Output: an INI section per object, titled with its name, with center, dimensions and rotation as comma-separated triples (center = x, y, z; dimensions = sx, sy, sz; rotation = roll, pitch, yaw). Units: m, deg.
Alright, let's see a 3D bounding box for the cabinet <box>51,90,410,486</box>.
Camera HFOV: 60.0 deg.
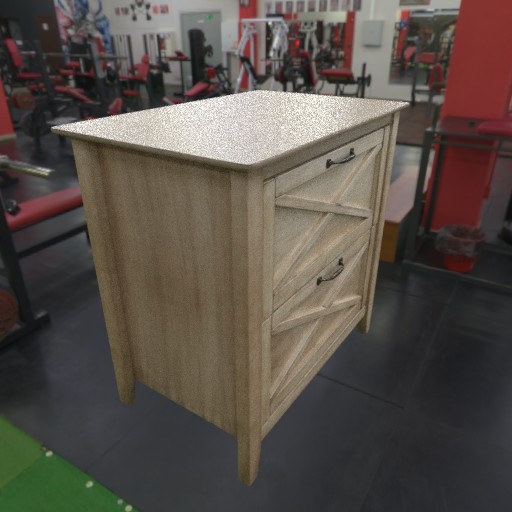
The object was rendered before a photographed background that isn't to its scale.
[cabinet]
center = 0.000, 0.000, 1.226
dimensions = 0.503, 0.762, 0.763
rotation = 17, 32, 30
